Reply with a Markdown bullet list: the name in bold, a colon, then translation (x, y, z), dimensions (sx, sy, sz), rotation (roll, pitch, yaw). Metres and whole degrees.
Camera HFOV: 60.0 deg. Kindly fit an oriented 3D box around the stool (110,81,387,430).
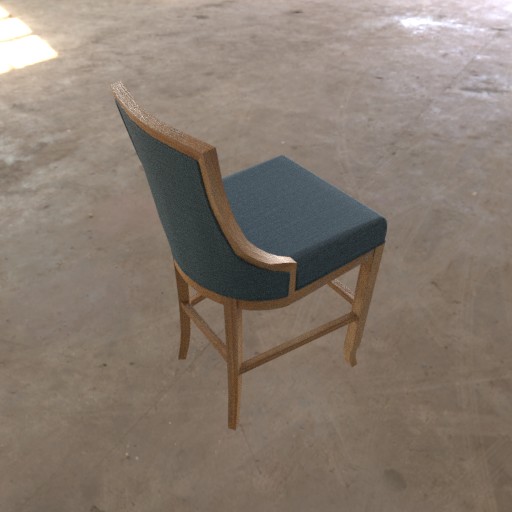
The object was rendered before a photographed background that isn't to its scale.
- **stool**: translation (0.000, 0.000, 1.433), dimensions (0.626, 1.101, 0.524), rotation (-26, 47, -27)
